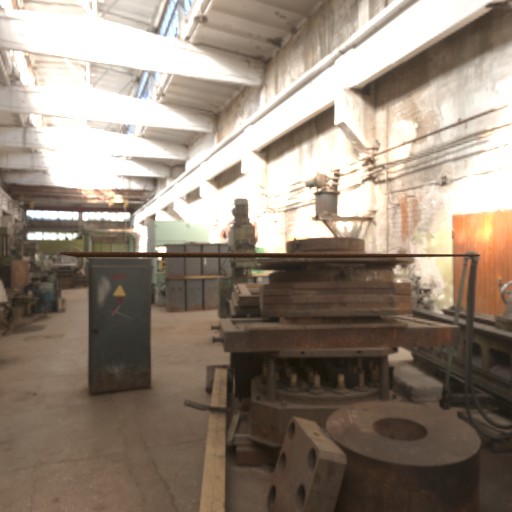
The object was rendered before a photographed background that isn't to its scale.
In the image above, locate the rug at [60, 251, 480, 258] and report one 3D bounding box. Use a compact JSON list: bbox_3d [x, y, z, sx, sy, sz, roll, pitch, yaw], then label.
[{"bbox_3d":[0.000,0.000,2.366,1.829,0.010,1.219,0,-1,-20],"label":"rug"}]
